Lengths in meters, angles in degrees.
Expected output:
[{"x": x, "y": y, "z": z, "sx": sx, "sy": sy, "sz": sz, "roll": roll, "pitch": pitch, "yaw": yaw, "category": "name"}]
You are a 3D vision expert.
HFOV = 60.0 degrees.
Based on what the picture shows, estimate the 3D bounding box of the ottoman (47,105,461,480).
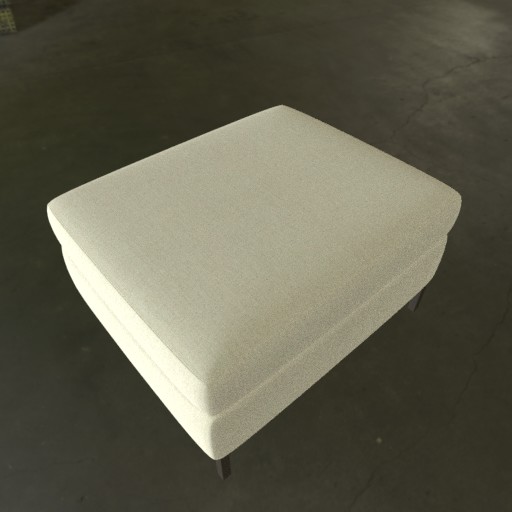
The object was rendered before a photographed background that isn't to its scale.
[{"x": 0.000, "y": 0.000, "z": 1.161, "sx": 0.794, "sy": 0.453, "sz": 0.657, "roll": -31, "pitch": 53, "yaw": -28, "category": "ottoman"}]
